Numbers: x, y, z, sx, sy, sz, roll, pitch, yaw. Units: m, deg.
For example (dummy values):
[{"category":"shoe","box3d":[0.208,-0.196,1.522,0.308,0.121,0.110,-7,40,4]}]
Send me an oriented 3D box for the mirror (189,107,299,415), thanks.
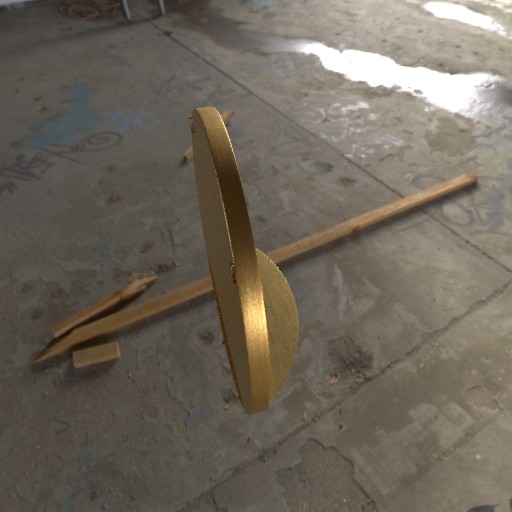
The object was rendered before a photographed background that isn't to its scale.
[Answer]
[{"category":"mirror","box3d":[0.000,0.000,0.699,0.133,0.457,0.457,-10,46,-10]}]
